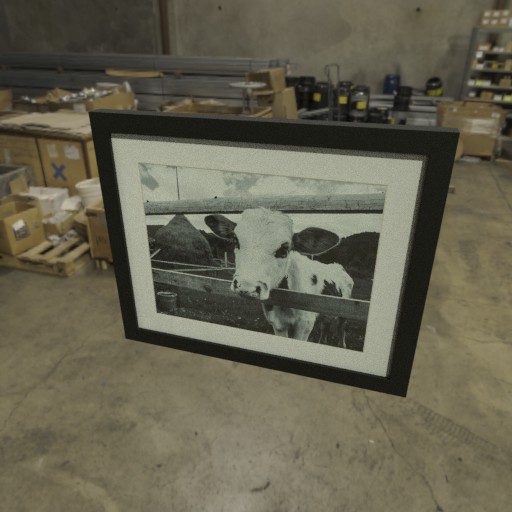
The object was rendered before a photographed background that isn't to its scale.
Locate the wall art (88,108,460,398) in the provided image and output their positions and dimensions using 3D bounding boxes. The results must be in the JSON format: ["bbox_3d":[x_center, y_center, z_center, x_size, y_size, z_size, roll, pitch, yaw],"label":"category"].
[{"bbox_3d":[0.000,0.000,0.549,0.404,0.329,0.024,8,28,15],"label":"wall art"}]
